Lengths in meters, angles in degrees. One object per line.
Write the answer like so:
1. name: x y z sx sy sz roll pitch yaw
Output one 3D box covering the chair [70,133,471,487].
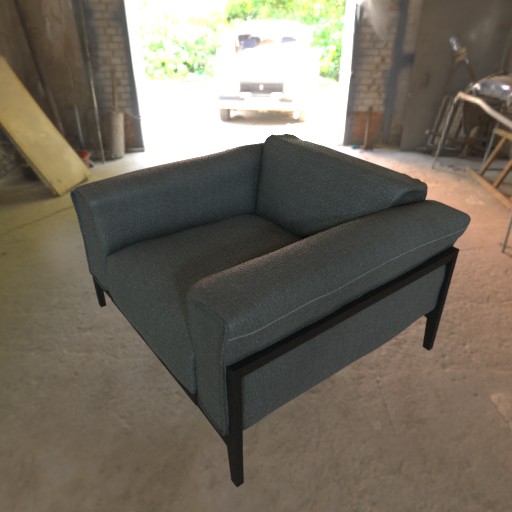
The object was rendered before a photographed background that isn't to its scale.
1. chair: 0.000 0.000 1.629 0.969 0.646 1.056 -21 37 -31
